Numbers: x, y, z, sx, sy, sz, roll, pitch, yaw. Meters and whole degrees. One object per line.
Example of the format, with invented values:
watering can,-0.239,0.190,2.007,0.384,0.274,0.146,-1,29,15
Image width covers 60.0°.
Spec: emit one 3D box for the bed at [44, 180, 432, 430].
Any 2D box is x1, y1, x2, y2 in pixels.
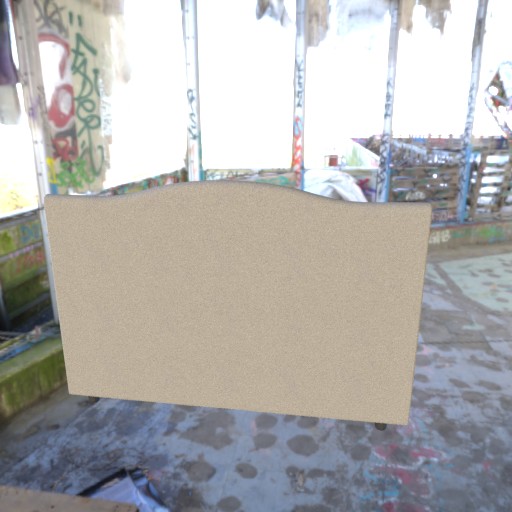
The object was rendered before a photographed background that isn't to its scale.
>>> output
bed,0.000,0.000,3.507,2.083,1.421,2.182,2,16,8
